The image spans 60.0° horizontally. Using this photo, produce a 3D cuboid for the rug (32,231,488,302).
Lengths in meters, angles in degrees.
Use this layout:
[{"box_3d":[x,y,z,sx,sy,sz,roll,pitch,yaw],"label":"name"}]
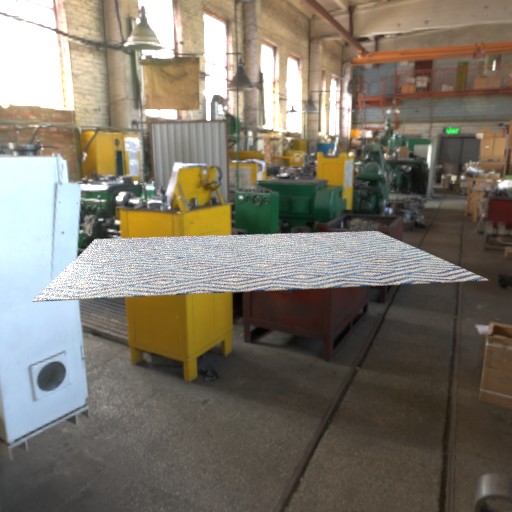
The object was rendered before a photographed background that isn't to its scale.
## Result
[{"box_3d":[0.000,0.000,3.075,2.439,0.008,1.531,-2,14,-8],"label":"rug"}]
